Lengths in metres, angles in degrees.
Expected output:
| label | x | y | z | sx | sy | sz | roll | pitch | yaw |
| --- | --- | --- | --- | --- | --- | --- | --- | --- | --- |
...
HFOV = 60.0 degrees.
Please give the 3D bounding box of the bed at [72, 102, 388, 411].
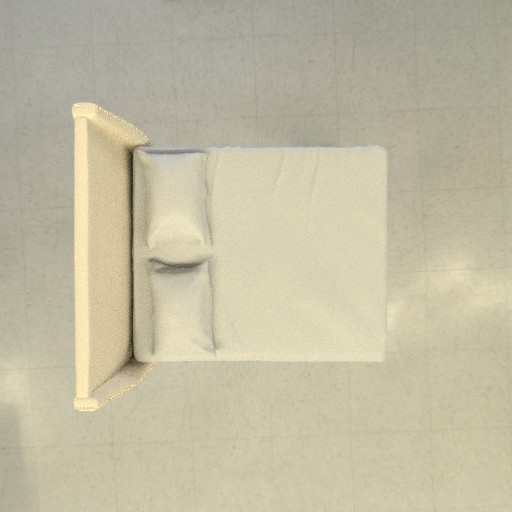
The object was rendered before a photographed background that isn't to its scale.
| label | x | y | z | sx | sy | sz | roll | pitch | yaw |
| --- | --- | --- | --- | --- | --- | --- | --- | --- | --- |
| bed | 0.000 | 0.000 | 3.374 | 2.276 | 1.332 | 1.925 | 0 | 91 | 0 |
